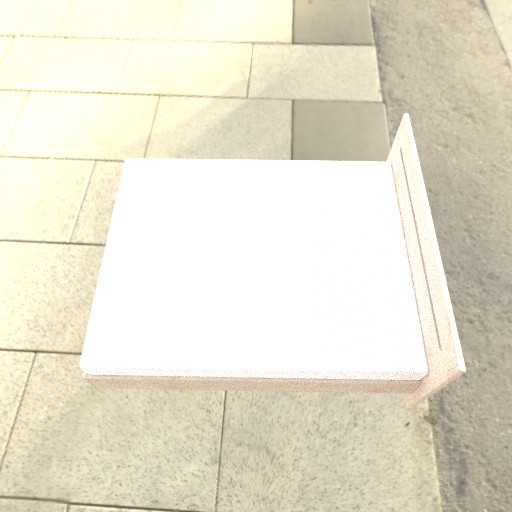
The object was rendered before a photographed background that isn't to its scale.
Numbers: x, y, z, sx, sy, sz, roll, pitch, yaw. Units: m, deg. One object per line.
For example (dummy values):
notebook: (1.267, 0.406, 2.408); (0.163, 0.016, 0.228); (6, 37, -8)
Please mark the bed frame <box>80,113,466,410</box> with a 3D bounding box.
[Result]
bed frame: (0.000, 0.000, 3.012); (2.080, 0.900, 1.800); (1, 60, 0)
